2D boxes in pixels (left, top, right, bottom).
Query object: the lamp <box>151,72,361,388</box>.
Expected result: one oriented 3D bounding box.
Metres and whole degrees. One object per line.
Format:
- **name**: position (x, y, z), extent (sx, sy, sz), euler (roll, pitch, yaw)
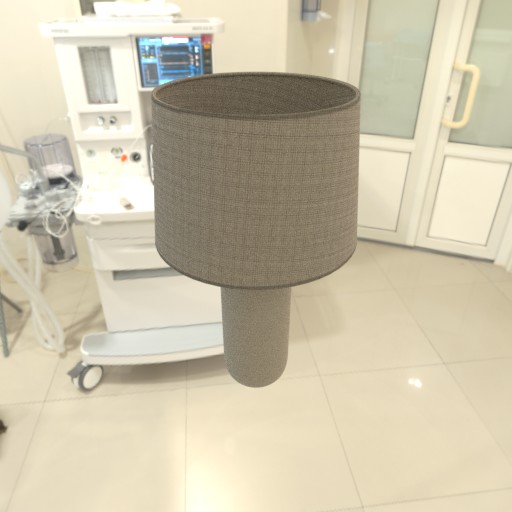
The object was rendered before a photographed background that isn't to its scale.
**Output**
- **lamp**: position (0.000, 0.000, 0.848), extent (0.367, 0.609, 0.367), euler (0, 32, 0)
